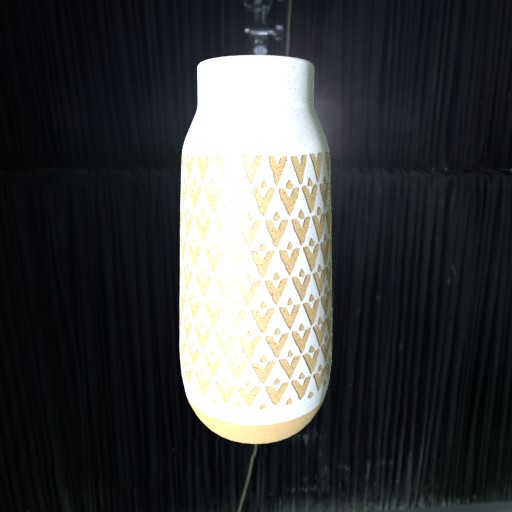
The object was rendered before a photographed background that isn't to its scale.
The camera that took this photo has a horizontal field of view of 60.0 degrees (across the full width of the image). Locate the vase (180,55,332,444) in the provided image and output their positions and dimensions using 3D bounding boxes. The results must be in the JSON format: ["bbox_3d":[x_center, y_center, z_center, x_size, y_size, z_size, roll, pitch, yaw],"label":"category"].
[{"bbox_3d":[0.000,0.000,0.384,0.137,0.307,0.137,0,15,0],"label":"vase"}]
